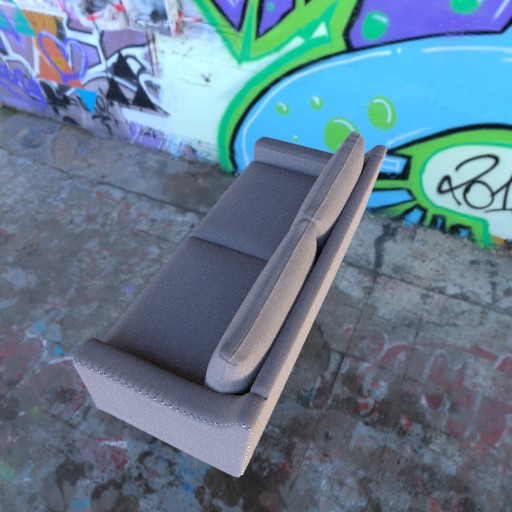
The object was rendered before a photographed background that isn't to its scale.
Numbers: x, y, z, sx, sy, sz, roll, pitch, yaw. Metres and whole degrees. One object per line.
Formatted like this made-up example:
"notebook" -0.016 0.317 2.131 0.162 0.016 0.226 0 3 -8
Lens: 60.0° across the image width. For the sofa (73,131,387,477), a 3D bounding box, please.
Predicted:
"sofa" 0.000 0.000 2.742 1.000 0.857 2.208 19 49 17
